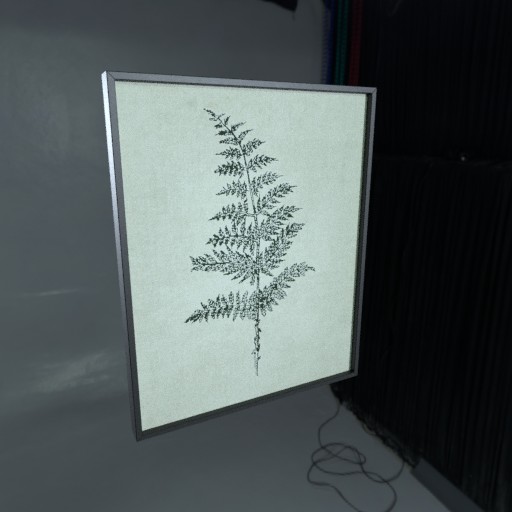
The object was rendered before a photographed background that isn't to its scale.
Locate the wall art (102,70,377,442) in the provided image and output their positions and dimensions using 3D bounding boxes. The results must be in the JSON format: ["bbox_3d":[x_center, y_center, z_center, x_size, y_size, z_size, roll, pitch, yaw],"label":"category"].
[{"bbox_3d":[0.000,0.000,0.753,0.449,0.555,0.039,-8,17,-26],"label":"wall art"}]
